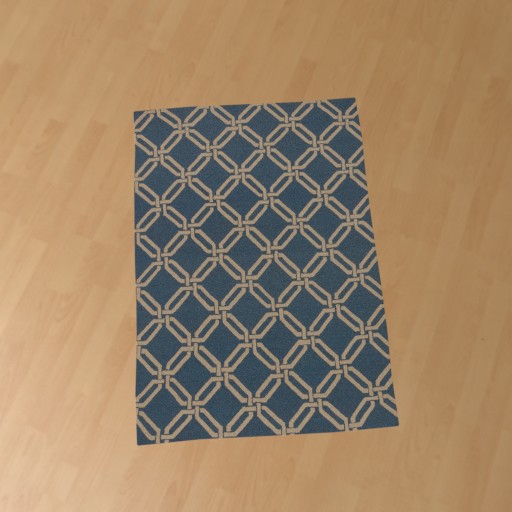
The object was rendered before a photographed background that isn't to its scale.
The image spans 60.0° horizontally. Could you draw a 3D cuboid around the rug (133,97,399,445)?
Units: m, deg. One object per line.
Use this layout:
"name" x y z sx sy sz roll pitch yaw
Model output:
"rug" 0.000 0.000 2.774 1.524 0.013 2.135 -4 77 -1
